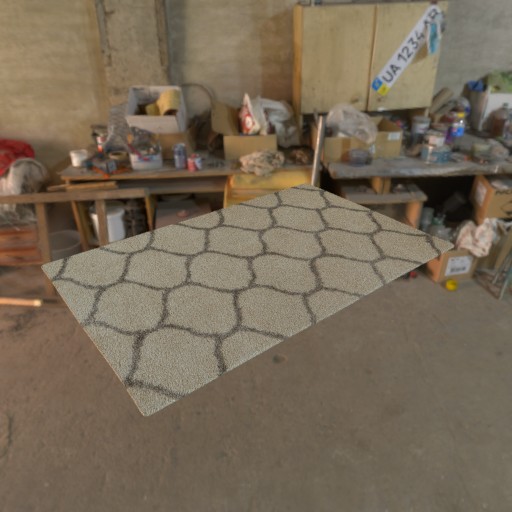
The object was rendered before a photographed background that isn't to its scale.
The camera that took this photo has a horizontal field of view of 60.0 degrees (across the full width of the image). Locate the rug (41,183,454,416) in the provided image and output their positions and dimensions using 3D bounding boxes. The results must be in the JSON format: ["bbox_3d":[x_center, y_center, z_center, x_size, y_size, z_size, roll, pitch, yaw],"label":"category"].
[{"bbox_3d":[0.000,0.000,2.966,2.348,0.024,1.501,-22,37,-32],"label":"rug"}]
